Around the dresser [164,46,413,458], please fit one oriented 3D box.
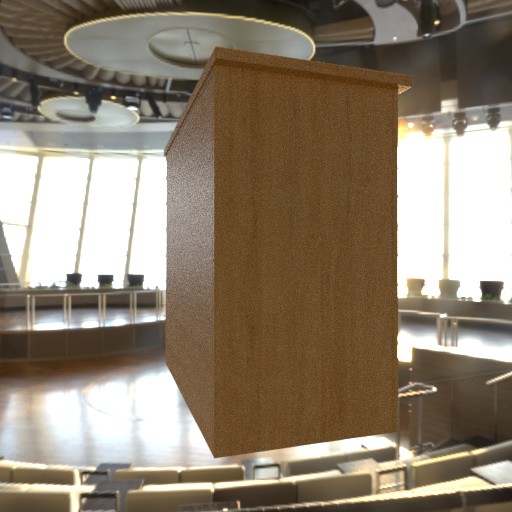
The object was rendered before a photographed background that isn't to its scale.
[{"bbox_3d":[0.000,0.000,1.215,0.410,0.730,0.800,0,0,-18],"label":"dresser"}]
